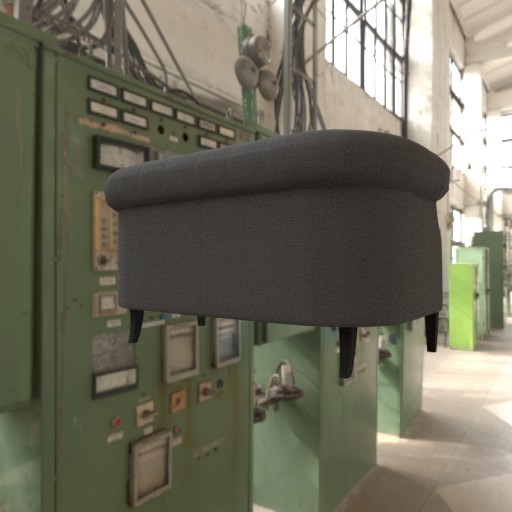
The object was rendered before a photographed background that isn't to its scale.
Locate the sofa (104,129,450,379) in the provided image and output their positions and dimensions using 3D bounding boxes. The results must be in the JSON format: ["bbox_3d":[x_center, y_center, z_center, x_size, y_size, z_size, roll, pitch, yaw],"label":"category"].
[{"bbox_3d":[0.000,0.000,2.011,1.558,0.827,0.835,-1,-1,36],"label":"sofa"}]
